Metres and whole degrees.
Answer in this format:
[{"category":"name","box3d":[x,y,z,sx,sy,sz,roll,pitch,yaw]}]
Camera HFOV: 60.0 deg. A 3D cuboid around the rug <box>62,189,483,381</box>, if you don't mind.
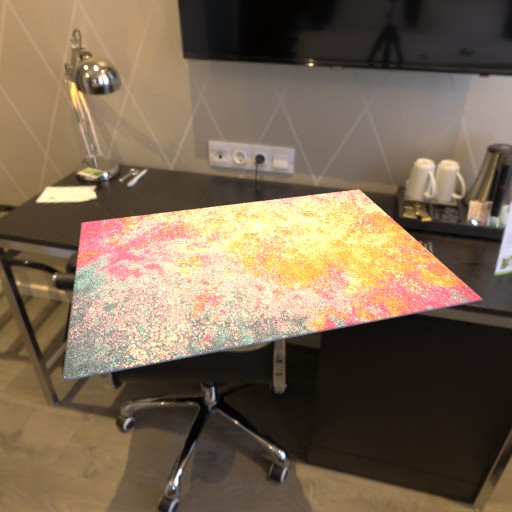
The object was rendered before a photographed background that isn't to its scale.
[{"category":"rug","box3d":[0.000,0.000,3.715,2.896,0.013,2.007,-8,34,-13]}]
